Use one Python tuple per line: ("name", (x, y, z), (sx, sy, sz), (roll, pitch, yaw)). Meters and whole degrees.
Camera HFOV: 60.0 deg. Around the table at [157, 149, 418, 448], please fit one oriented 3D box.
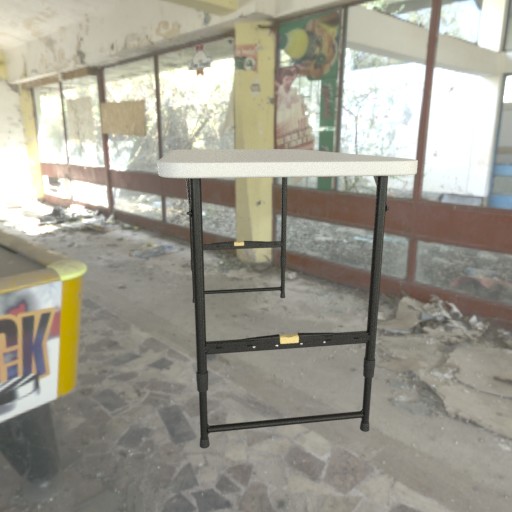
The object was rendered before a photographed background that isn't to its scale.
("table", (0.000, 0.000, 1.626), (0.610, 0.737, 1.219), (-2, 15, -9))
